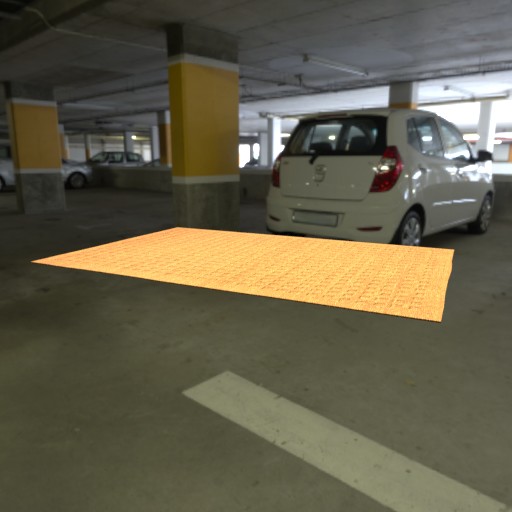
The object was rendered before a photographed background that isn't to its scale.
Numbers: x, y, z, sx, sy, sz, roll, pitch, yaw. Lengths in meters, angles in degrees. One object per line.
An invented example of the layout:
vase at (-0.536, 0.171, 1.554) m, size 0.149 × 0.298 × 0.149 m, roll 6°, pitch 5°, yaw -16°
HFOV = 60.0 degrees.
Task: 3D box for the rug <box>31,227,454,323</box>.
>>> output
rug at (0.000, 0.000, 2.166) m, size 1.747 × 0.006 × 1.143 m, roll 6°, pitch 14°, yaw 25°
